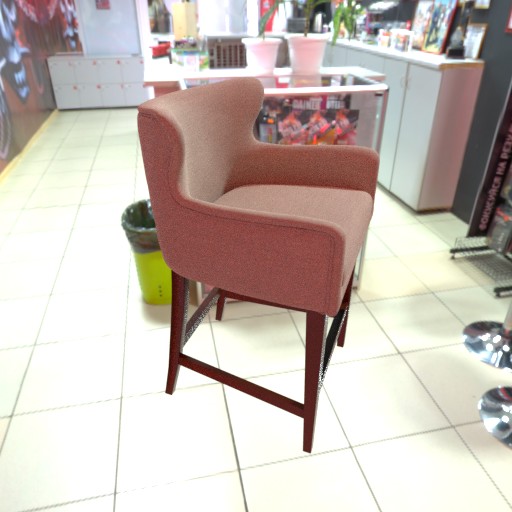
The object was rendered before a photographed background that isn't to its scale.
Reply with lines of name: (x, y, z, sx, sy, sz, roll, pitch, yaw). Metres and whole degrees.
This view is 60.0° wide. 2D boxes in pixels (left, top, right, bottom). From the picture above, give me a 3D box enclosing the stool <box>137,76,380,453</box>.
stool: (0.000, 0.000, 1.411, 0.637, 0.987, 0.615, 11, 32, 18)
